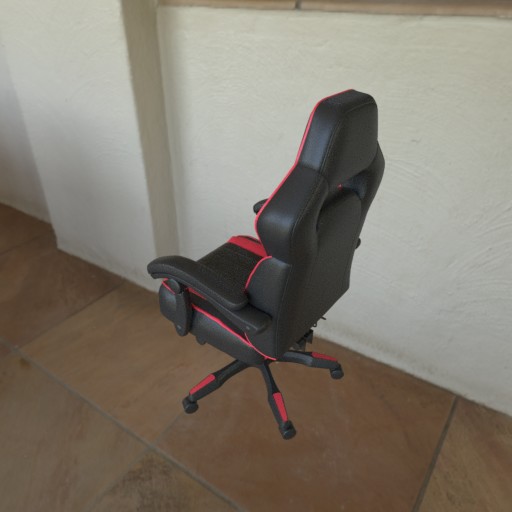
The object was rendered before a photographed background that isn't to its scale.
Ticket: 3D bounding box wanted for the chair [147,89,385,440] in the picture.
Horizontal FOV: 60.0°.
[{"bbox_3d":[0.000,0.000,1.640,0.700,1.220,0.700,22,38,31],"label":"chair"}]
